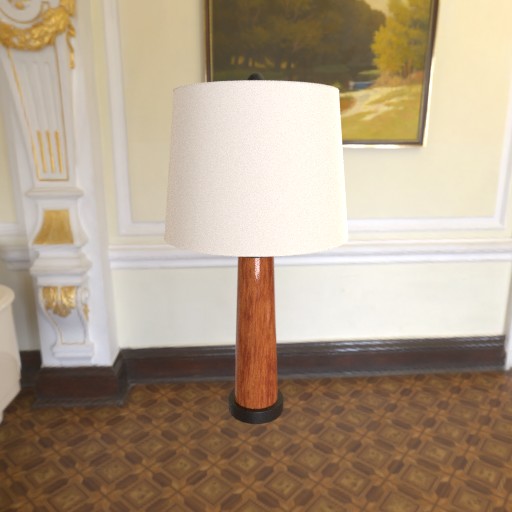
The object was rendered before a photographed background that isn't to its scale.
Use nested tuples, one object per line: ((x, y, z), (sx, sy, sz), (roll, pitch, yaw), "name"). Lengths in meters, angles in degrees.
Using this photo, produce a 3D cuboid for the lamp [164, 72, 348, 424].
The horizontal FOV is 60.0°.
((0.000, 0.000, 0.864), (0.349, 0.667, 0.349), (0, 14, 0), "lamp")
